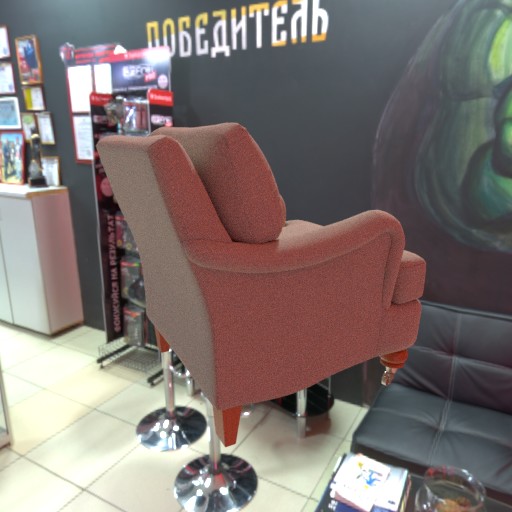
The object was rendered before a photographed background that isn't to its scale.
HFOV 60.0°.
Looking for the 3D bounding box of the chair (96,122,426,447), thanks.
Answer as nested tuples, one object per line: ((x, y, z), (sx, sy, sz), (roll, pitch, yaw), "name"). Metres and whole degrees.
((0.000, 0.000, 1.842), (1.070, 1.038, 0.955), (-8, 17, -27), "chair")
